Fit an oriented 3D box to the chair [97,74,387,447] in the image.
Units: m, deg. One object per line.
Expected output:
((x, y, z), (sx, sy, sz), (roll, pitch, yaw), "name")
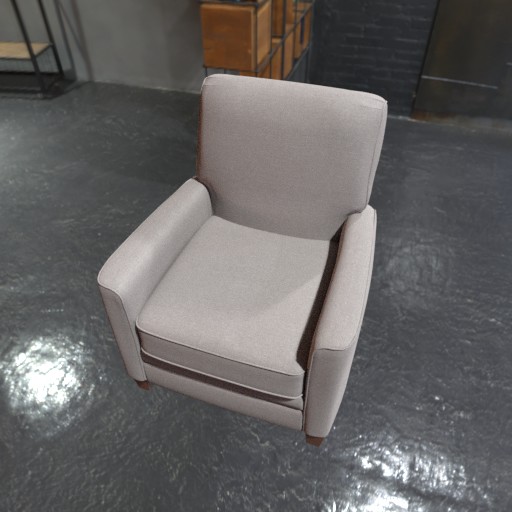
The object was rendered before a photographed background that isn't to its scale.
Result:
((0.000, 0.000, 1.638), (0.845, 1.023, 0.859), (13, 44, 14), "chair")
